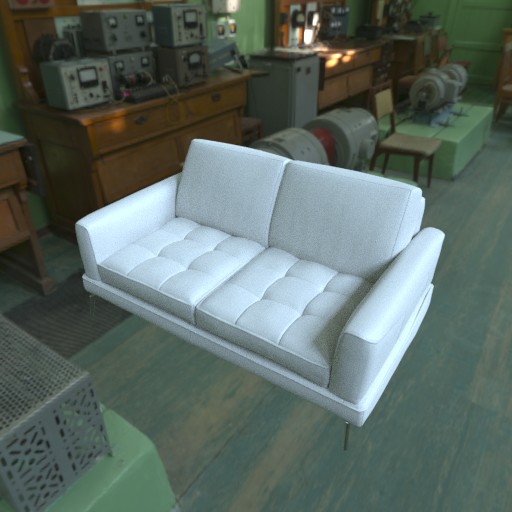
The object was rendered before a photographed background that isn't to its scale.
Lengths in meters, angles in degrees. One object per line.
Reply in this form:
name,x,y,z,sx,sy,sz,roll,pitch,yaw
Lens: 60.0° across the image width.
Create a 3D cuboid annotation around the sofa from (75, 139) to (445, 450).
sofa,0.000,0.000,2.507,1.819,0.930,1.121,19,37,28
